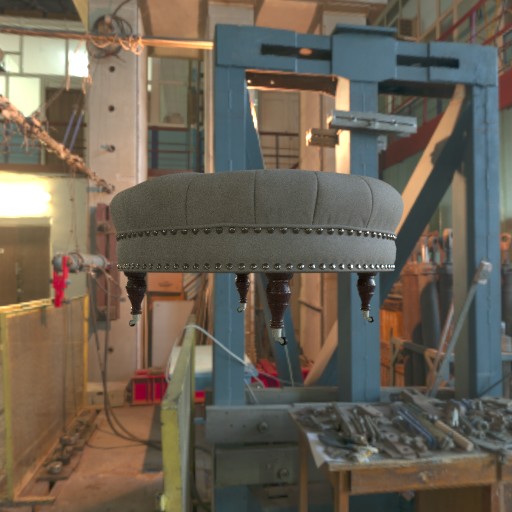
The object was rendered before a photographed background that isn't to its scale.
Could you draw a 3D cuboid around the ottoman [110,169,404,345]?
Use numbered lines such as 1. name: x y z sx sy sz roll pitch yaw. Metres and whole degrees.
1. ottoman: 0.000 0.000 1.420 0.901 0.439 0.901 0 -1 0
